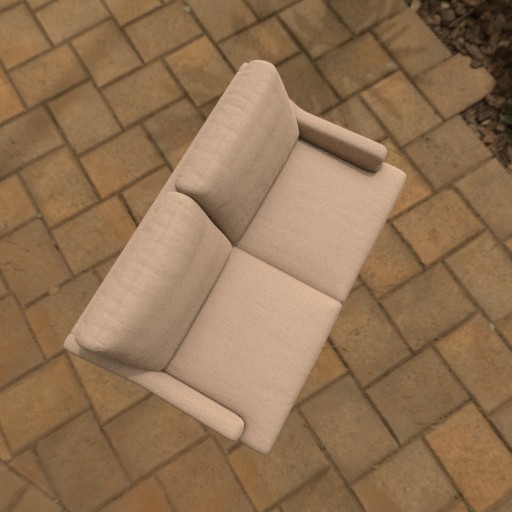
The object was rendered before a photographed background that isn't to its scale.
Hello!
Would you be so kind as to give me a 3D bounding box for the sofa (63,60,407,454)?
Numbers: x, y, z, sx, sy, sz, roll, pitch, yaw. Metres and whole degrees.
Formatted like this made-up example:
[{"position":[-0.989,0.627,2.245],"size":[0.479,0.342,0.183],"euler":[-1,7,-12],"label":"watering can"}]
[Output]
[{"position":[0.000,0.000,2.212],"size":[1.004,0.910,1.619],"euler":[28,78,7],"label":"sofa"}]
